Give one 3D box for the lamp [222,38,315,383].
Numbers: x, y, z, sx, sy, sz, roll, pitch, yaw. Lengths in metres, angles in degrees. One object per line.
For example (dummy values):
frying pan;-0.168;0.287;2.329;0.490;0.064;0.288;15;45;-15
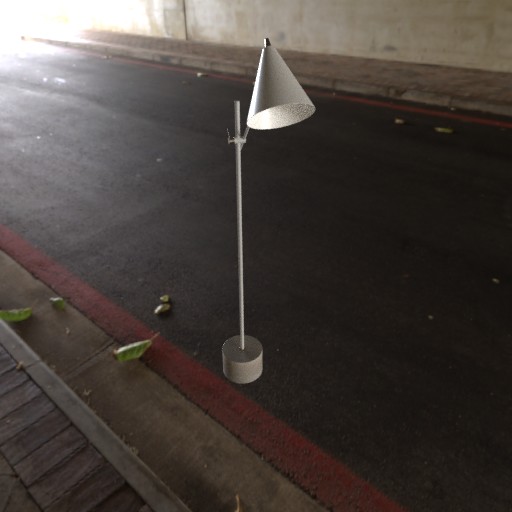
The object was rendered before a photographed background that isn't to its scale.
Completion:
lamp;0.000;0.000;1.602;0.223;1.430;0.508;-8;32;-14
